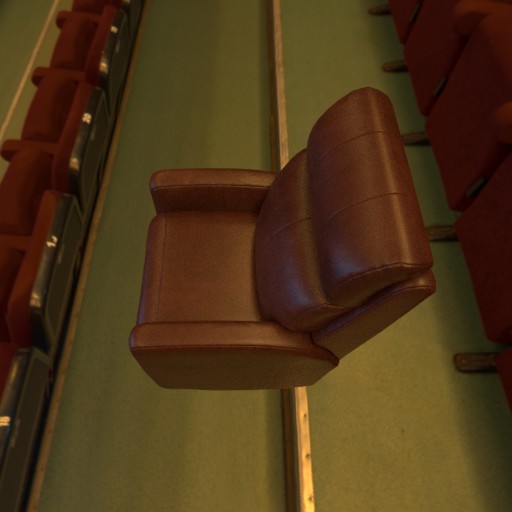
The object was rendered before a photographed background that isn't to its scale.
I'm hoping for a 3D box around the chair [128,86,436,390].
[{"bbox_3d":[0.000,0.000,1.672,0.939,1.016,0.787,-1,59,-1],"label":"chair"}]
